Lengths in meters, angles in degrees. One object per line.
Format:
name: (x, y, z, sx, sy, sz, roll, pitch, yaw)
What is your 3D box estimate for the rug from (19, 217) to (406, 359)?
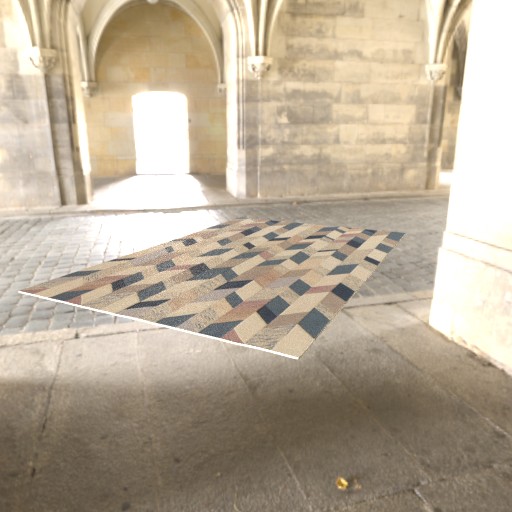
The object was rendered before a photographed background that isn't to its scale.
rug: (0.000, 0.000, 2.278, 1.202, 0.006, 1.813, 8, 17, 26)
